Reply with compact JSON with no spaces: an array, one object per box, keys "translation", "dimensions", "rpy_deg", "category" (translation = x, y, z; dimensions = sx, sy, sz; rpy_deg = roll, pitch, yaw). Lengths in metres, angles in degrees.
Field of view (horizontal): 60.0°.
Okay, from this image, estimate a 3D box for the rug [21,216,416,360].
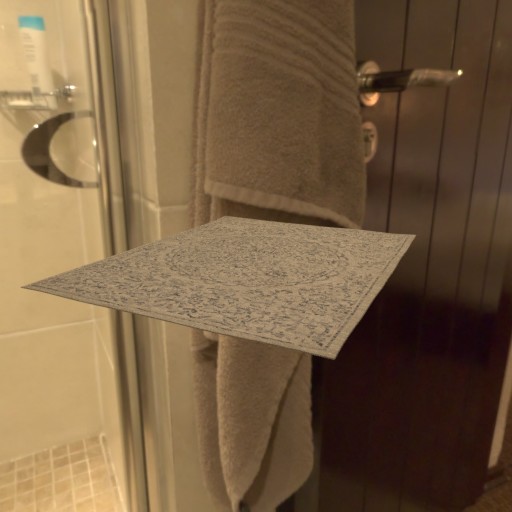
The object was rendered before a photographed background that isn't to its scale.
[{"translation":[0.000,0.000,3.950],"dimensions":[2.343,0.026,2.925],"rpy_deg":[8,18,26],"category":"rug"}]
